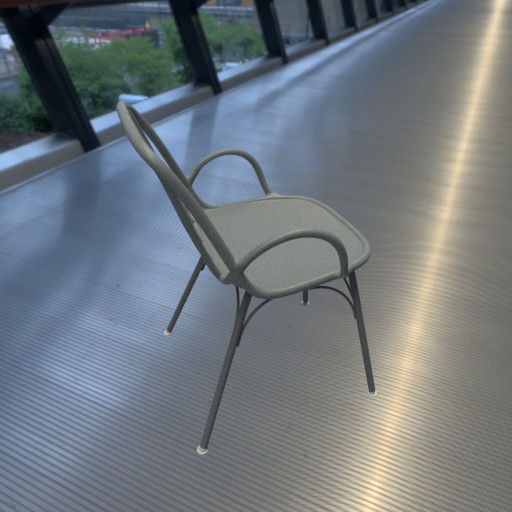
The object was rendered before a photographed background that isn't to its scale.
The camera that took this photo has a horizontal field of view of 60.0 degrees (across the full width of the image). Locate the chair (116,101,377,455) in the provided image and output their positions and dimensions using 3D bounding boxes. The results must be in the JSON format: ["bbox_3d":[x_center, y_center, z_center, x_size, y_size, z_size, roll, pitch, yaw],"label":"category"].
[{"bbox_3d":[0.000,0.000,1.206,0.597,0.816,0.549,-11,34,-17],"label":"chair"}]
